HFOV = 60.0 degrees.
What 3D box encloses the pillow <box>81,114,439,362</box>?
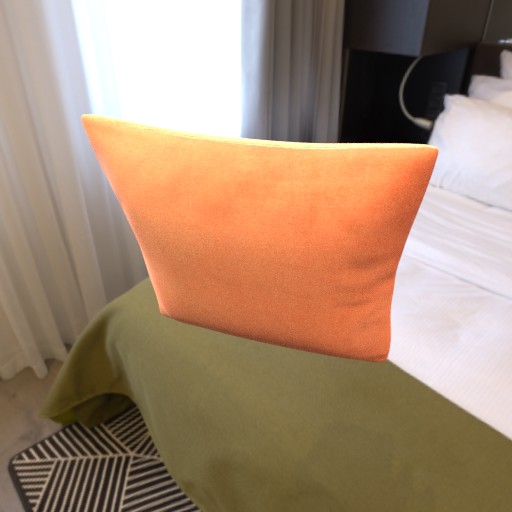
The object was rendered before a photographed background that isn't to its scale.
[{"bbox_3d":[0.000,0.000,0.649,0.424,0.401,0.177,10,33,15],"label":"pillow"}]
